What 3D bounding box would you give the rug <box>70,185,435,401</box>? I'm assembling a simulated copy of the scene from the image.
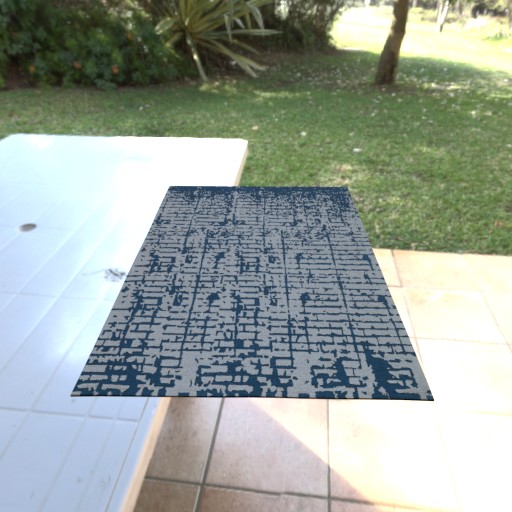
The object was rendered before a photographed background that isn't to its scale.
[{"bbox_3d":[0.000,0.000,2.260,1.220,0.007,1.828,0,31,1],"label":"rug"}]
